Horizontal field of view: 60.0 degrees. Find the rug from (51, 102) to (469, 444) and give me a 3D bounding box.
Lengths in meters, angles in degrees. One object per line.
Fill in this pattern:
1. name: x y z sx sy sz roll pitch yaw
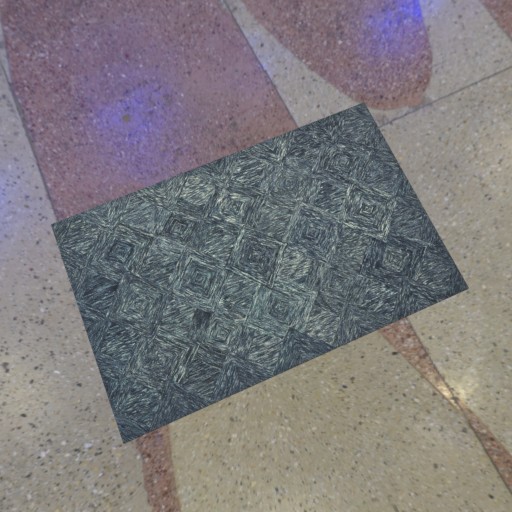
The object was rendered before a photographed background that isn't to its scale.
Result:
1. rug: 0.000 0.000 2.889 2.330 0.017 1.478 -23 76 -6
